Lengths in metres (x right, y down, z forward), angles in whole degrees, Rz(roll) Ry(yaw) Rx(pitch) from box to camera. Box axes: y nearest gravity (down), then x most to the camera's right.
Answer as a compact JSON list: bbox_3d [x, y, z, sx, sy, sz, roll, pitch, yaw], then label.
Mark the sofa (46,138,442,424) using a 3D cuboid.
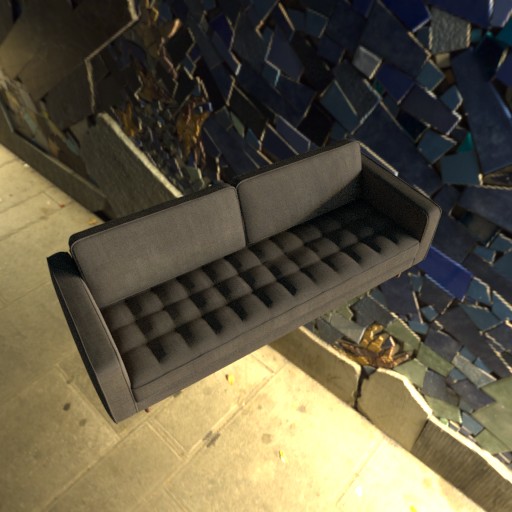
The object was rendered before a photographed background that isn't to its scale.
[{"bbox_3d":[0.000,0.000,2.770,2.295,0.813,0.923,-24,49,-22],"label":"sofa"}]
